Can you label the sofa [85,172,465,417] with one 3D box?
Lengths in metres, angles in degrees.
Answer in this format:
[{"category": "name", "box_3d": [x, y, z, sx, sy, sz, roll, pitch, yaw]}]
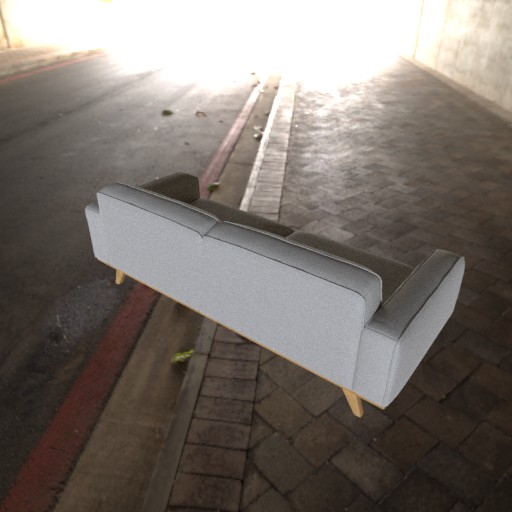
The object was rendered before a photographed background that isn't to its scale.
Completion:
[{"category": "sofa", "box_3d": [0.000, 0.000, 2.815, 2.270, 0.781, 0.956, 21, 36, 32]}]
